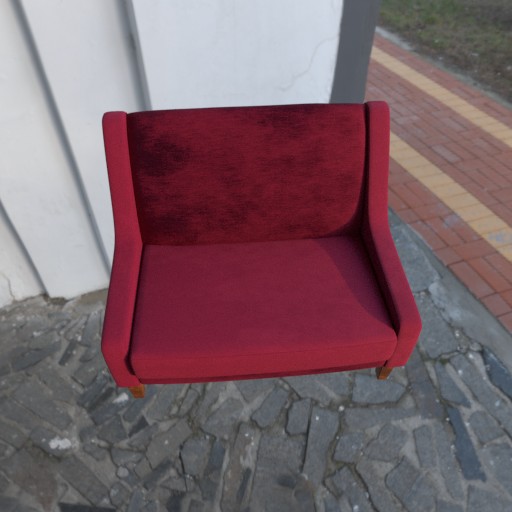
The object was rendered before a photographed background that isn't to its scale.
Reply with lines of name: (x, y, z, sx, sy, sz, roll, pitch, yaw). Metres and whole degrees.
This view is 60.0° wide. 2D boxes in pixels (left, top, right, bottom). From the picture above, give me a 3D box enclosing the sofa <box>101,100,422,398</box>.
sofa: (0.000, 0.000, 1.952, 1.242, 0.976, 0.946, -3, 46, -3)
